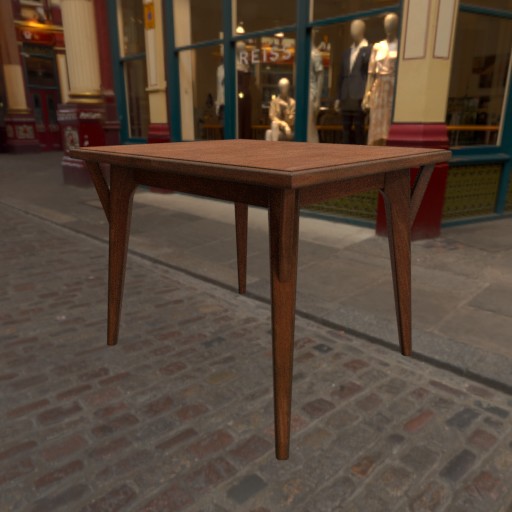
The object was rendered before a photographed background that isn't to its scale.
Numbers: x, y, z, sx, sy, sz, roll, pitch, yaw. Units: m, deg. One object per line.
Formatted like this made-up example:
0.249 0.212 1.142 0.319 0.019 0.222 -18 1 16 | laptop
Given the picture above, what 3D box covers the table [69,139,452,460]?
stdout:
0.000 0.000 1.612 0.991 0.761 0.838 16 24 41 | table
